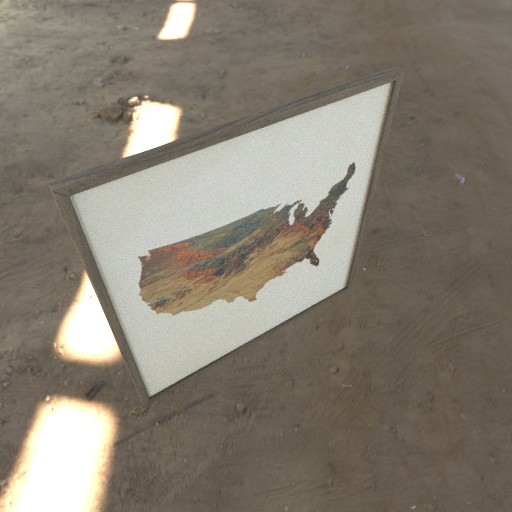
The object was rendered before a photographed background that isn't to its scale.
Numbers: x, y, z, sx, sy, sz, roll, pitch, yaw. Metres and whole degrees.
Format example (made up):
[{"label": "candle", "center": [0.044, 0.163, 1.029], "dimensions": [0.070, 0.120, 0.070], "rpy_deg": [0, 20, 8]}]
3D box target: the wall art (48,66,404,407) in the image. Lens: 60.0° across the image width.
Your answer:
[{"label": "wall art", "center": [0.000, 0.000, 0.737], "dimensions": [0.508, 0.507, 0.016], "rpy_deg": [-26, 52, -22]}]
